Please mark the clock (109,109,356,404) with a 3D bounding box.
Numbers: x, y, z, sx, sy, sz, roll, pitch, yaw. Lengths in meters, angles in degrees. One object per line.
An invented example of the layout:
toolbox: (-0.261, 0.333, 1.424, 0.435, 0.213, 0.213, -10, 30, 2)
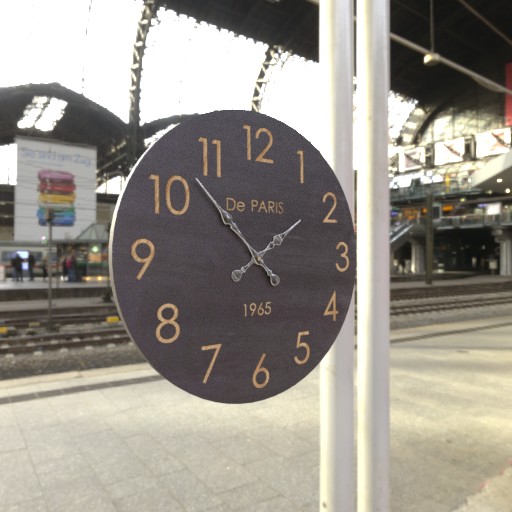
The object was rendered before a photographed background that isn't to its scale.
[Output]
clock: (0.000, 0.000, 0.914, 0.595, 0.595, 0.029, 1, -1, -35)
